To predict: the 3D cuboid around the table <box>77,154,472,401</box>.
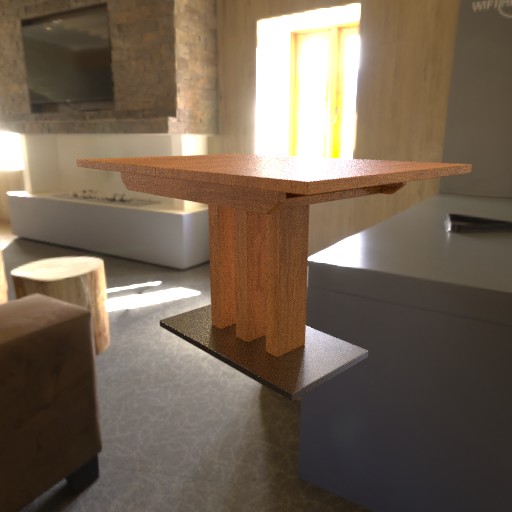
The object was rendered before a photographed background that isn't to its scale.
[{"bbox_3d":[0.000,0.000,1.846,0.900,0.770,1.300,-14,20,-41],"label":"table"}]
